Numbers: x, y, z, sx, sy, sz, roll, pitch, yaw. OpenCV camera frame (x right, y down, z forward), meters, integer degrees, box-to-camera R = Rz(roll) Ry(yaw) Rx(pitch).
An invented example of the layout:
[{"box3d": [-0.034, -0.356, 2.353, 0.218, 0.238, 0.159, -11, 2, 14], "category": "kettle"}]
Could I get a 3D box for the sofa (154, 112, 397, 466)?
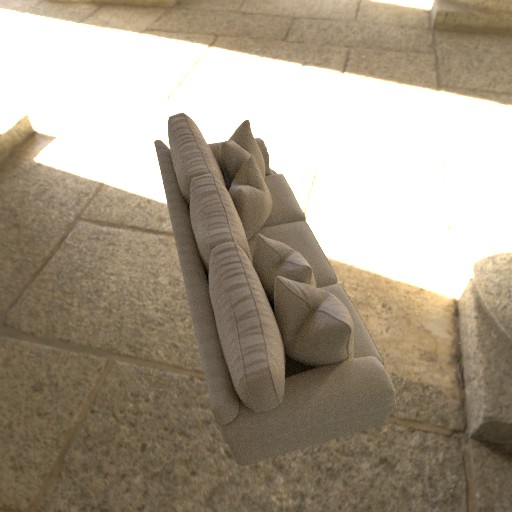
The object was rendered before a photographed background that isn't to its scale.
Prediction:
[{"box3d": [0.000, 0.000, 2.821, 0.965, 0.975, 2.312, -11, 47, -11], "category": "sofa"}]
